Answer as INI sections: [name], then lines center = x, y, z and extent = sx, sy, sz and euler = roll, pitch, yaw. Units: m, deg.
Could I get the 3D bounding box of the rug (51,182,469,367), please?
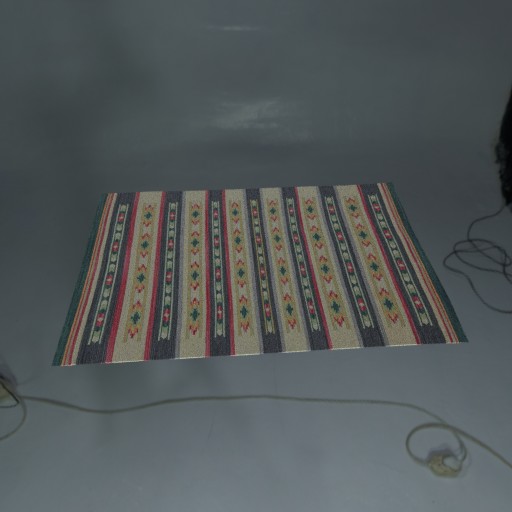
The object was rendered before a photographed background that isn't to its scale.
[rug]
center = 0.000, 0.000, 2.972
extent = 2.311, 0.010, 1.522
euler = -3, 45, -3
